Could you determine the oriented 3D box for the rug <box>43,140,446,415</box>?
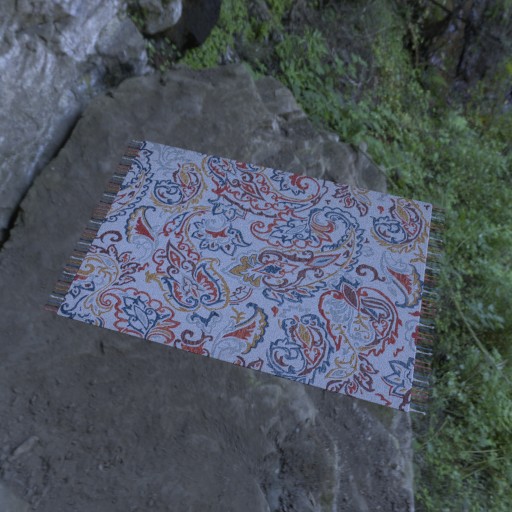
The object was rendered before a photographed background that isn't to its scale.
[{"bbox_3d":[0.000,0.000,2.468,1.997,0.010,1.218,14,64,7],"label":"rug"}]
